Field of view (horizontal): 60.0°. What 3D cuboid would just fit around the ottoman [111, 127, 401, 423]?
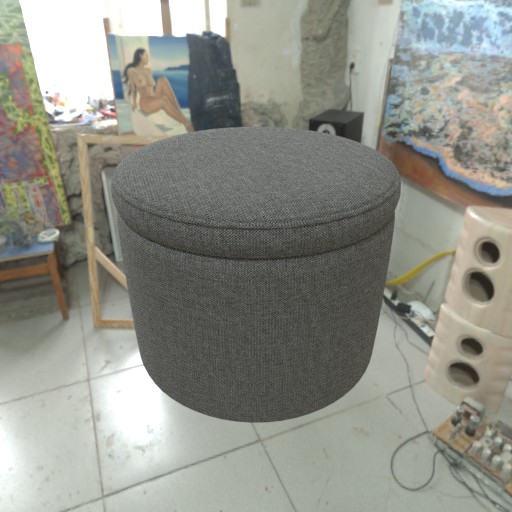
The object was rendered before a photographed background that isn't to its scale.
[{"bbox_3d":[0.000,0.000,0.910,0.520,0.430,0.520,0,30,0],"label":"ottoman"}]
